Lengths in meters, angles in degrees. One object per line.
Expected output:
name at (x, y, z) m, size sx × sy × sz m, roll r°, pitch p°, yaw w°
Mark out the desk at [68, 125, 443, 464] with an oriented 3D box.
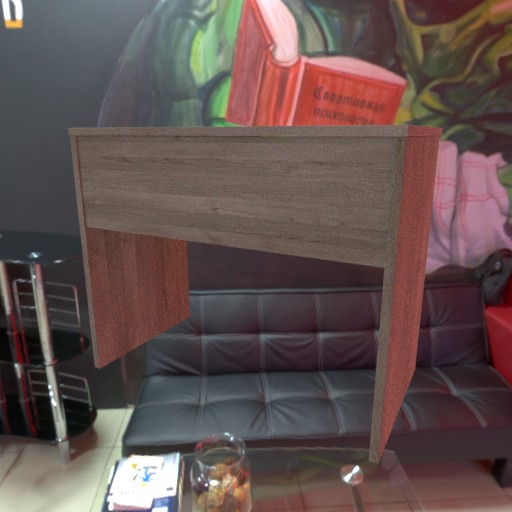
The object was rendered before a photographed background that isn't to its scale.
desk at (0.000, 0.000, 1.305) m, size 0.893 × 0.724 × 0.498 m, roll 8°, pitch 17°, yaw 27°
